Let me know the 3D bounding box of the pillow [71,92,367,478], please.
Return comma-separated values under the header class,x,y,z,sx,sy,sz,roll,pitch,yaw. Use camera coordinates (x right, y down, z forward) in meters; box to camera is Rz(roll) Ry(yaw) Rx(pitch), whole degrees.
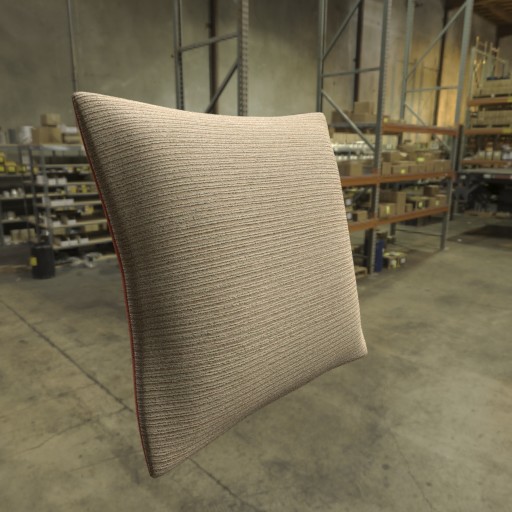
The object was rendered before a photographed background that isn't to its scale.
class,x,y,z,sx,sy,sz,roll,pitch,yaw
pillow,0.000,0.000,0.608,0.424,0.401,0.177,-13,19,-43
